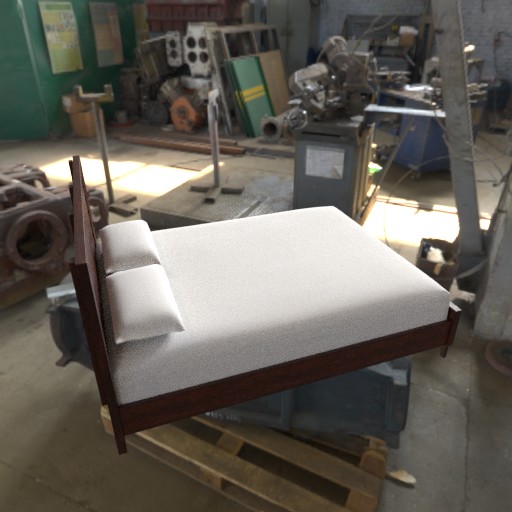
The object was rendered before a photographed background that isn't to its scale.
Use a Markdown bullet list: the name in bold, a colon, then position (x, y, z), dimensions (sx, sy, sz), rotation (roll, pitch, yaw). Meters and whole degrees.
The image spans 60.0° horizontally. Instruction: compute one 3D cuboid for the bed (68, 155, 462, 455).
- **bed**: position (0.000, 0.000, 3.875), dimensions (2.803, 1.492, 2.040), rotation (-10, 31, -18)
